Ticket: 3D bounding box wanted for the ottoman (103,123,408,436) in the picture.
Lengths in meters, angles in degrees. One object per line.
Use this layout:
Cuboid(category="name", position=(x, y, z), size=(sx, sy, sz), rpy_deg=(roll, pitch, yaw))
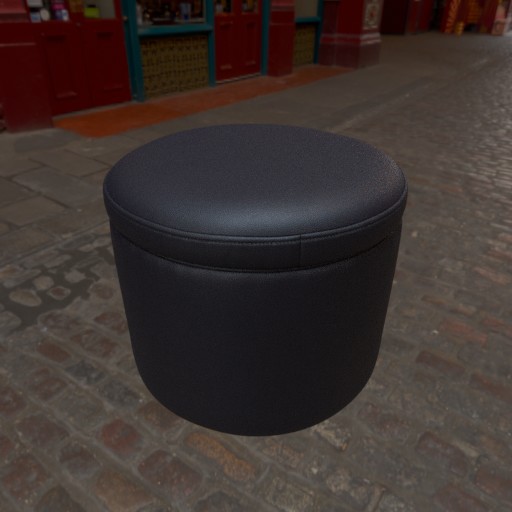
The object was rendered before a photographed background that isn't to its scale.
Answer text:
Cuboid(category="ottoman", position=(0.000, 0.000, 0.837), size=(0.501, 0.409, 0.501), rpy_deg=(0, 31, 0))
